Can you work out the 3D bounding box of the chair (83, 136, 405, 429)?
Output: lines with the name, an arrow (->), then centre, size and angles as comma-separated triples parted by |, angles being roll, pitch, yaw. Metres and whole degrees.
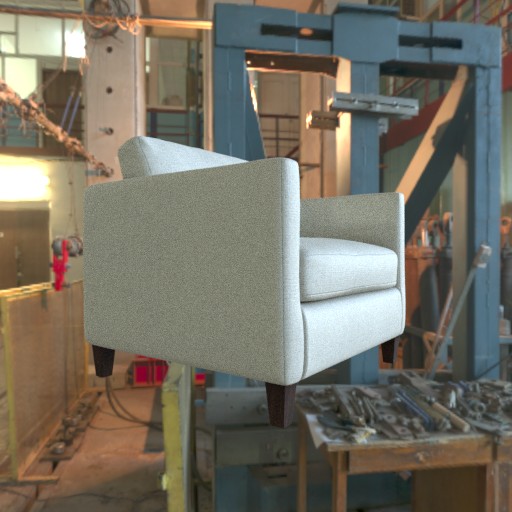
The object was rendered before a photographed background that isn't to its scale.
chair -> 0.000, 0.000, 1.798 | 0.959, 0.919, 0.996 | 0, 1, 36
